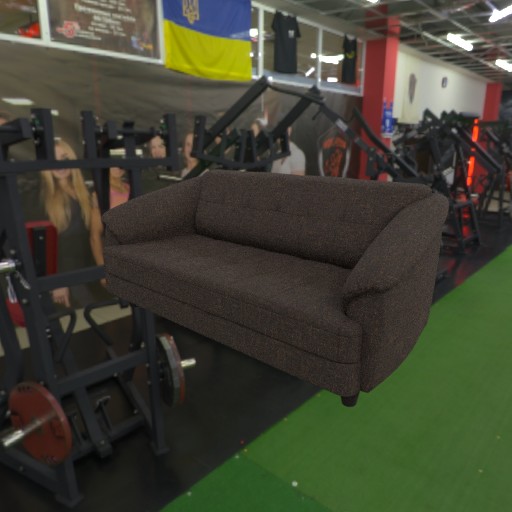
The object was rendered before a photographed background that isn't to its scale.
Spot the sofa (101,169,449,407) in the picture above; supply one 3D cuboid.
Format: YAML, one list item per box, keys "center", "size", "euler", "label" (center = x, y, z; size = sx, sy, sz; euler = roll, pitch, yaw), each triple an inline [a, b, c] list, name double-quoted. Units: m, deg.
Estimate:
- center: [0.000, 0.000, 2.296]
  size: [1.849, 0.790, 0.887]
  euler: [14, 20, 41]
  label: "sofa"
